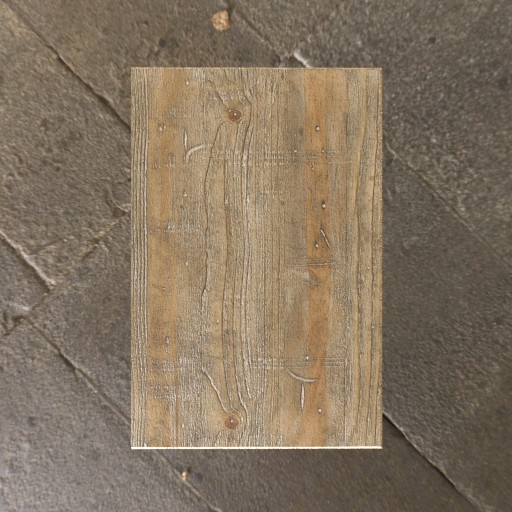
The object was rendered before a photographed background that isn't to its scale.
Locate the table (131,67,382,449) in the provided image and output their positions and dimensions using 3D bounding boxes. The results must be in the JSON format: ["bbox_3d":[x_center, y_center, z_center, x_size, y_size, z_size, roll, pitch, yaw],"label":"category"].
[{"bbox_3d":[0.000,0.000,1.141,0.457,0.711,0.686,0,90,0],"label":"table"}]
